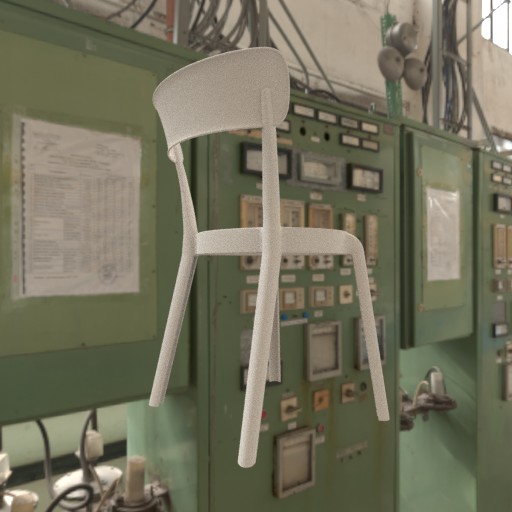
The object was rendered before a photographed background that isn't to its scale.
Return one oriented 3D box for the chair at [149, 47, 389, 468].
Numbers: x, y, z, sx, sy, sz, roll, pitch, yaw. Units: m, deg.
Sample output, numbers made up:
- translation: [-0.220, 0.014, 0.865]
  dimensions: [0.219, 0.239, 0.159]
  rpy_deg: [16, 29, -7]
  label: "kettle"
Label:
- translation: [0.000, 0.000, 1.116]
  dimensions: [0.491, 0.790, 0.506]
  rpy_deg: [1, -1, -36]
  label: "chair"
